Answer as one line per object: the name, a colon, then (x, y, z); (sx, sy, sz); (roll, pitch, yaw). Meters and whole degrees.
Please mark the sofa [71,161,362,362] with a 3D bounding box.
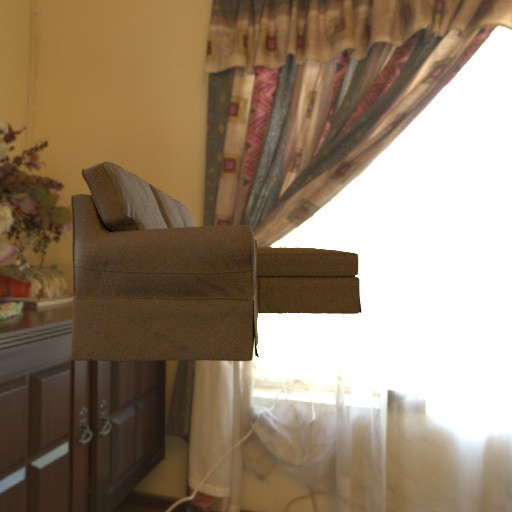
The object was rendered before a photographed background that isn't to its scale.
sofa: (0.000, 0.000, 3.270); (1.733, 0.978, 2.475); (0, 0, 1)
